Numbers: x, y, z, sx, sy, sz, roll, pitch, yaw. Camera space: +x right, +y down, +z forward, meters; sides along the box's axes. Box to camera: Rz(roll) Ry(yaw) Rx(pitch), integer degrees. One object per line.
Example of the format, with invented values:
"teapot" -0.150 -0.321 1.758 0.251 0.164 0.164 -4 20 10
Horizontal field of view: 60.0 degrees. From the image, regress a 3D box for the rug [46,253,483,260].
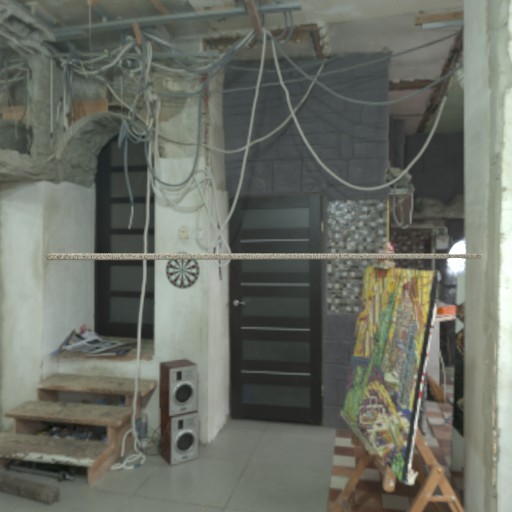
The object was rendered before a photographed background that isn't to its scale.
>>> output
"rug" 0.000 0.000 3.063 2.438 0.030 1.524 0 0 -17
